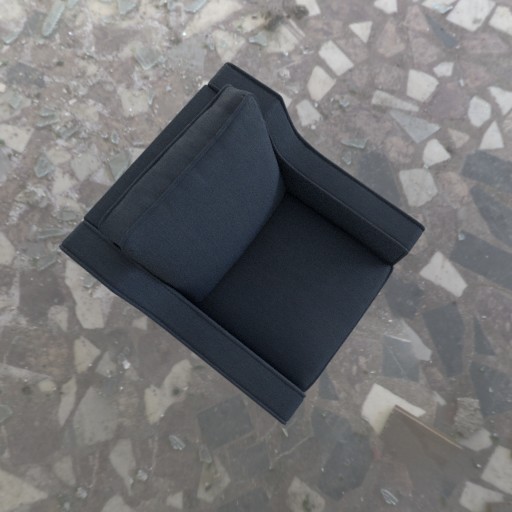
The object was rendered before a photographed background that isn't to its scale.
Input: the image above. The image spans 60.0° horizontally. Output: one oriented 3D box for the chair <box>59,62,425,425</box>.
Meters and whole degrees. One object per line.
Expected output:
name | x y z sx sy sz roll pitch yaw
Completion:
chair | 0.000 0.000 1.695 0.909 0.960 0.831 37 79 8
